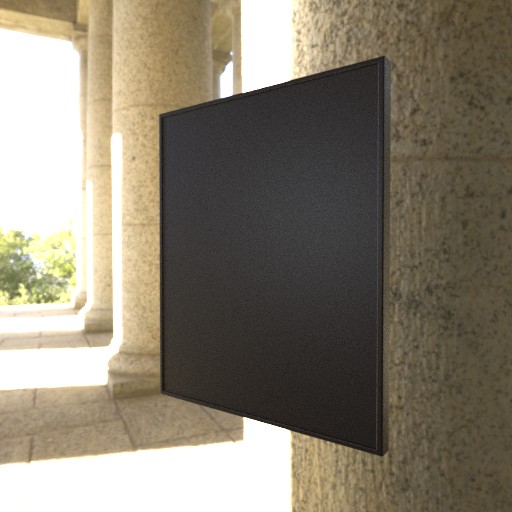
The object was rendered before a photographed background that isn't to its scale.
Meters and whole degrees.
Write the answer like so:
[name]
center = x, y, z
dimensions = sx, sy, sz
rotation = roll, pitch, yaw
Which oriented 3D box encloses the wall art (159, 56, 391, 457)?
[wall art]
center = 0.000, 0.000, 0.751
dimensions = 0.451, 0.551, 0.028
rotation = 1, 1, 36
